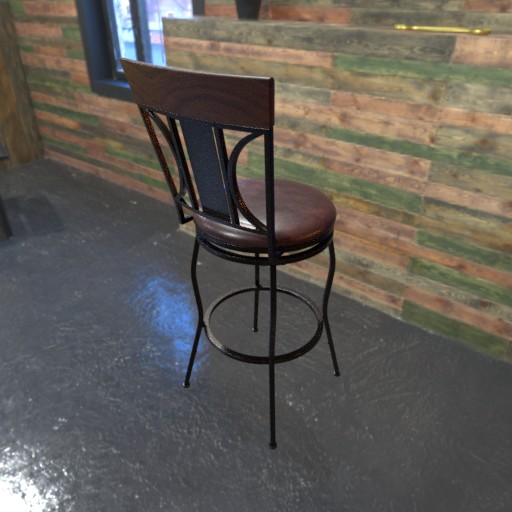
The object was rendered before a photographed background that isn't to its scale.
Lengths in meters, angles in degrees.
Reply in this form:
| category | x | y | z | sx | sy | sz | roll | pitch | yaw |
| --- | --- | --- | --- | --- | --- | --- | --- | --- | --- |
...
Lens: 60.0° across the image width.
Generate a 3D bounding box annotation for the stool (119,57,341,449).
| category | x | y | z | sx | sy | sz | roll | pitch | yaw |
| --- | --- | --- | --- | --- | --- | --- | --- | --- | --- |
| stool | 0.000 | 0.000 | 1.362 | 0.448 | 1.130 | 0.513 | 23 | 38 | 33 |
